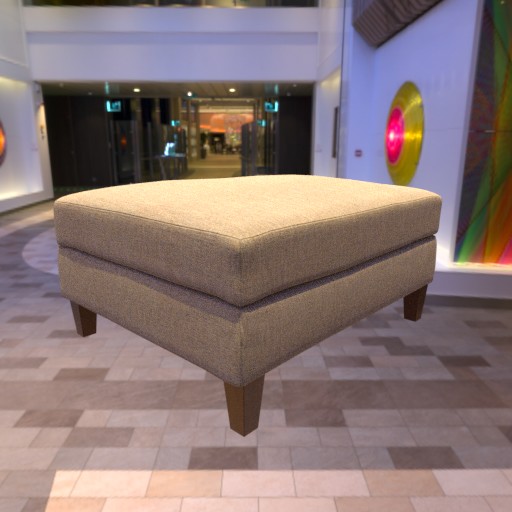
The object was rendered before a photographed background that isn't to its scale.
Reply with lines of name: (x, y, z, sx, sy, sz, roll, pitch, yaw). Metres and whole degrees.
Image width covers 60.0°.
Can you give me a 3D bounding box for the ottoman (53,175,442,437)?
ottoman: (0.000, 0.000, 1.449, 0.836, 0.492, 0.976, 13, 19, 41)
